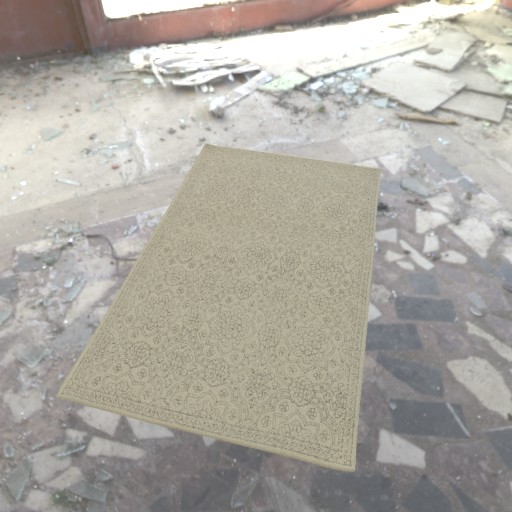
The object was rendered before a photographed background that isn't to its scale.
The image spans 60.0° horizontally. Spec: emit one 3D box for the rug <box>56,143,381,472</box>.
[{"bbox_3d":[0.000,0.000,2.357,1.214,0.023,1.947,10,47,9],"label":"rug"}]
